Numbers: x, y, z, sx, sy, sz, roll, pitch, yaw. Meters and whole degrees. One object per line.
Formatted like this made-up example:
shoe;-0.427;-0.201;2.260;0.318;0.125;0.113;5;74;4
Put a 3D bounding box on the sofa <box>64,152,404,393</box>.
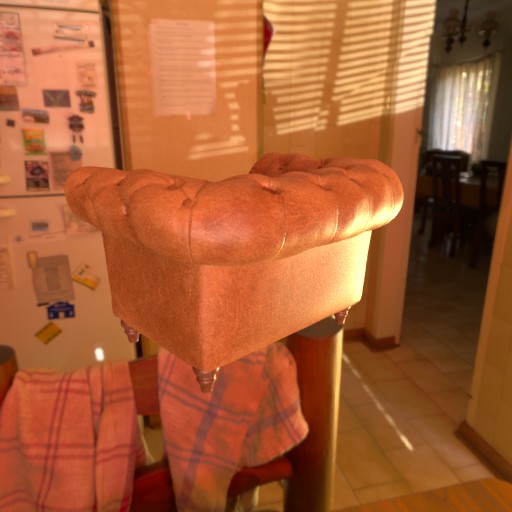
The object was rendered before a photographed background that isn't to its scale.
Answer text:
sofa;0.000;0.000;2.075;1.405;0.878;1.033;-16;23;-42
